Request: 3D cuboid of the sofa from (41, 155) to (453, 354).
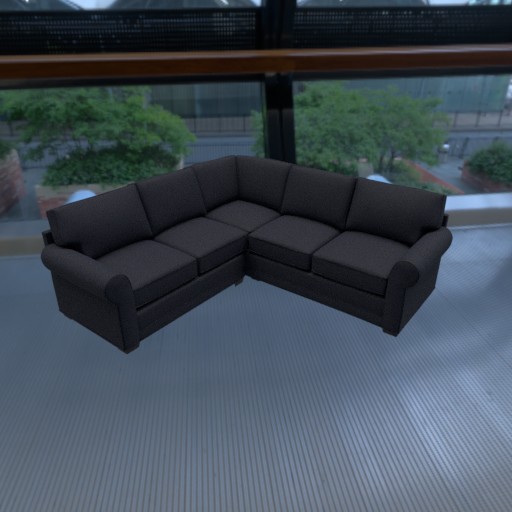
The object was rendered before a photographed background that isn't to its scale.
[{"bbox_3d":[0.000,0.000,3.773,2.562,1.042,2.487,19,32,33],"label":"sofa"}]
